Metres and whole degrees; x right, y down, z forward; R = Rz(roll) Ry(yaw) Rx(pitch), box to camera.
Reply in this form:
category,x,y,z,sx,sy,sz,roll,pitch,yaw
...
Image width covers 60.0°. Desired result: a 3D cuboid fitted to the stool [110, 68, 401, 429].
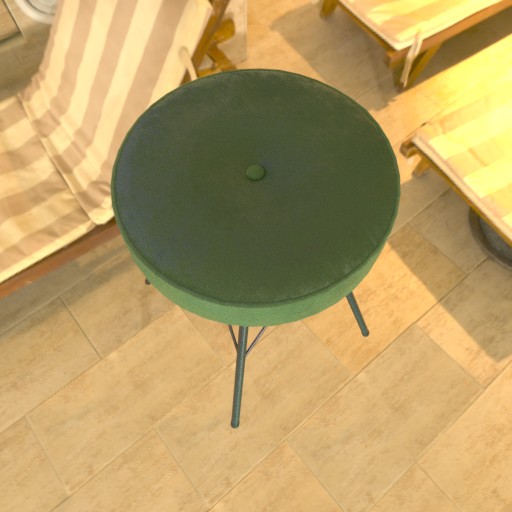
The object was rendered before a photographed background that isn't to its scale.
category,x,y,z,sx,sy,sz,roll,pitch,yaw
stool,0.000,0.000,0.904,0.430,0.595,0.457,-31,68,-14
